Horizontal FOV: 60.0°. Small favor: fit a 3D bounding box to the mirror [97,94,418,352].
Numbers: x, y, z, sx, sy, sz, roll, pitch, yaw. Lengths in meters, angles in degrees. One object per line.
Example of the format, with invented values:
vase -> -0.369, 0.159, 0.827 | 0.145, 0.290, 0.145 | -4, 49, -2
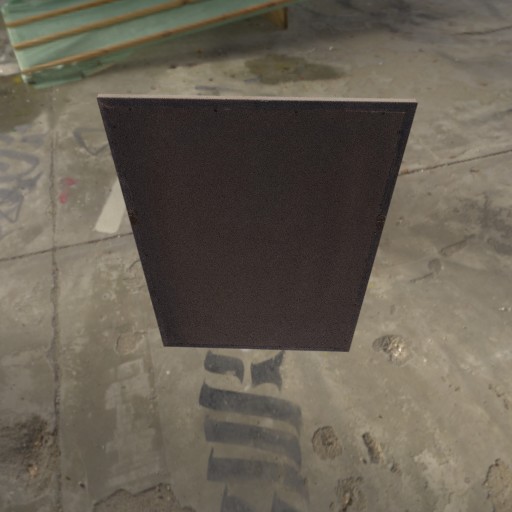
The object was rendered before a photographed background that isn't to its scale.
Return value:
mirror -> 0.000, 0.000, 1.333 | 0.705, 0.996, 0.025 | 1, 46, 1
